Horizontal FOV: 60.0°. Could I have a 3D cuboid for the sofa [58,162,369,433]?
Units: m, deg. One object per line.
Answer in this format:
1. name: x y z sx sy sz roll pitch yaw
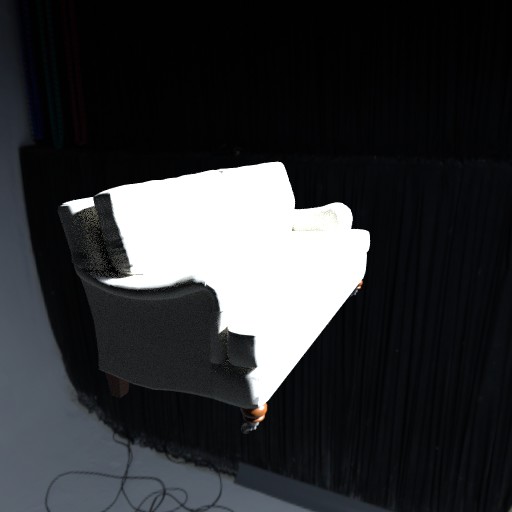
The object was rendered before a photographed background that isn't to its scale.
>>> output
1. sofa: 0.000 0.000 2.870 1.086 1.087 2.159 7 17 25
